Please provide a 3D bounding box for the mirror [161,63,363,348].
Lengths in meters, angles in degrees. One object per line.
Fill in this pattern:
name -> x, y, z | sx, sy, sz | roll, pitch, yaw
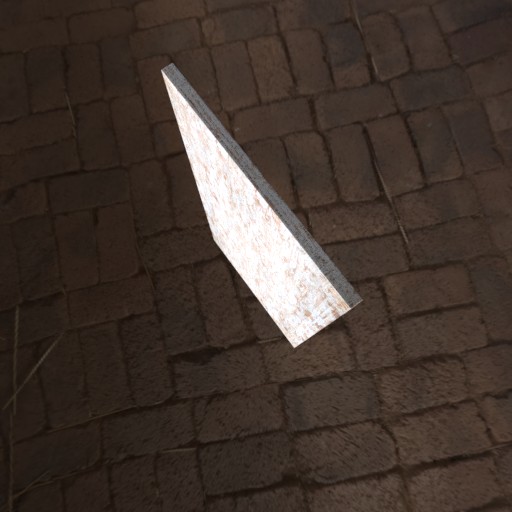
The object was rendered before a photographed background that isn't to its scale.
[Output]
mirror -> 0.000, 0.000, 1.100 | 0.027, 0.922, 0.472 | -35, 78, -9
